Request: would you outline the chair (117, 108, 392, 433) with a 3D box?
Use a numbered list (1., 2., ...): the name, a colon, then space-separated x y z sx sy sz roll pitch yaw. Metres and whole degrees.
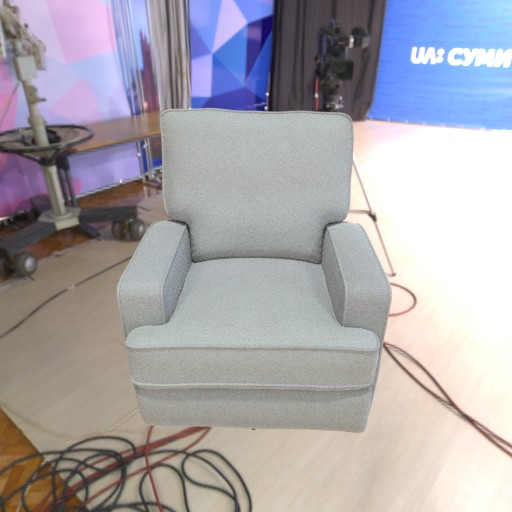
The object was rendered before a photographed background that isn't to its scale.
1. chair: 0.000 0.000 1.671 0.861 0.964 0.969 1 30 1
